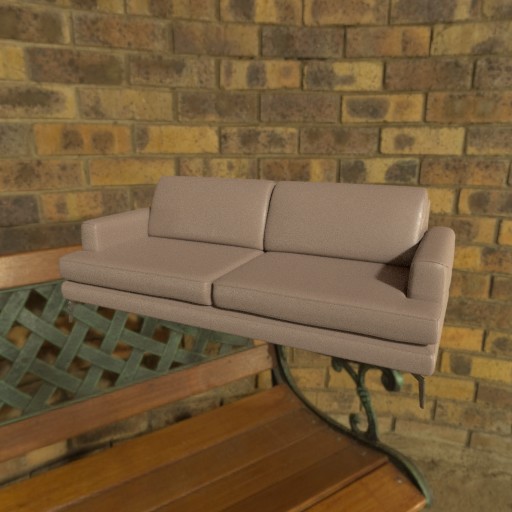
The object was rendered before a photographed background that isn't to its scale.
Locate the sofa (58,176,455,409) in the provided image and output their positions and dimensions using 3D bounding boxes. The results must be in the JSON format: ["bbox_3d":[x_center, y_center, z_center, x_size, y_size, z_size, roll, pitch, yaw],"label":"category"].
[{"bbox_3d":[0.000,0.000,2.395,1.940,0.765,0.974,7,17,25],"label":"sofa"}]
